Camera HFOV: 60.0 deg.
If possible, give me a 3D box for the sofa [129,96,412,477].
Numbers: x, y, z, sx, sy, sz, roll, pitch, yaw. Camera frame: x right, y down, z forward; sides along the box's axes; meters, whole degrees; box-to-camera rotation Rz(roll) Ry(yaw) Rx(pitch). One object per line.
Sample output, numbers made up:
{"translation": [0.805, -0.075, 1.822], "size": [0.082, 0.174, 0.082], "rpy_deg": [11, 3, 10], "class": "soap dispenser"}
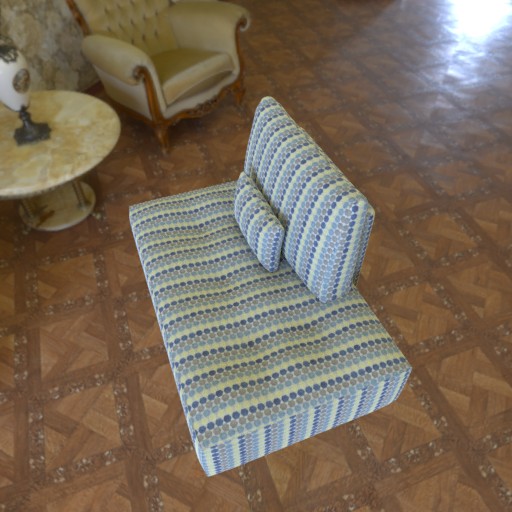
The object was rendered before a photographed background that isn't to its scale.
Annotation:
{"translation": [0.000, 0.000, 2.048], "size": [1.000, 0.820, 1.450], "rpy_deg": [-16, 48, -14], "class": "sofa"}
